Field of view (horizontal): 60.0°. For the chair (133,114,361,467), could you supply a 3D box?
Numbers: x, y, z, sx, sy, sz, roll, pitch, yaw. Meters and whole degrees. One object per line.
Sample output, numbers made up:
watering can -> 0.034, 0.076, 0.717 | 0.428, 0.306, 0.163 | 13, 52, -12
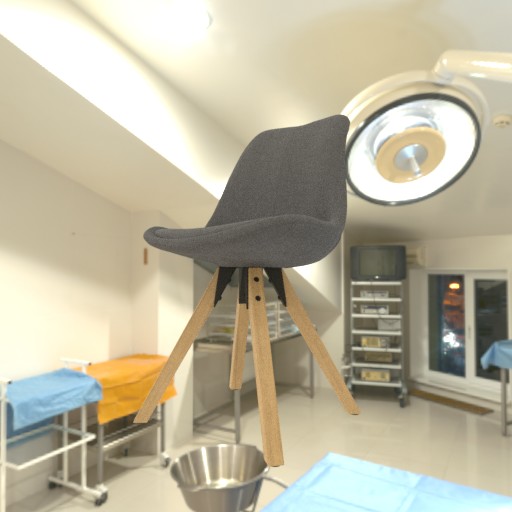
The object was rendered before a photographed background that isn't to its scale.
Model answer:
chair -> 0.000, 0.000, 1.193 | 0.485, 0.850, 0.550 | -1, -2, 36
